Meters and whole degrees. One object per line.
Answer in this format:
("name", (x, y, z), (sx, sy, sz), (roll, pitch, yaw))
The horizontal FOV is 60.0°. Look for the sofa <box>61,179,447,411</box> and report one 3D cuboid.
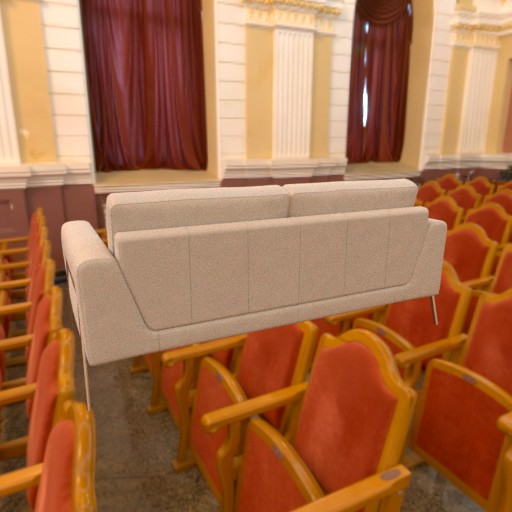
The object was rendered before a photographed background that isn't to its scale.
("sofa", (0.000, 0.000, 2.560), (2.017, 0.875, 0.953), (-7, 16, -25))
